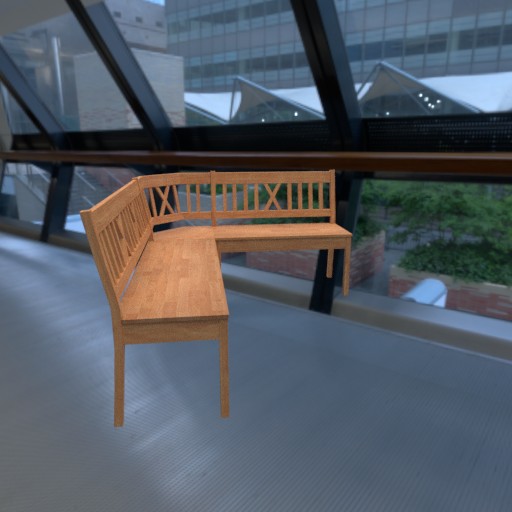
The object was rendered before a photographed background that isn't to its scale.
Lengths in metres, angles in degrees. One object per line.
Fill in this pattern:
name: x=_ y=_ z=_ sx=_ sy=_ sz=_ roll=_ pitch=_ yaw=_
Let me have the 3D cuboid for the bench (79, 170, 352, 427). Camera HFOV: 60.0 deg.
bench: x=0.000 y=0.000 z=2.734 sx=1.537 sy=0.902 sz=1.937 roll=-2 pitch=15 yaw=-7
